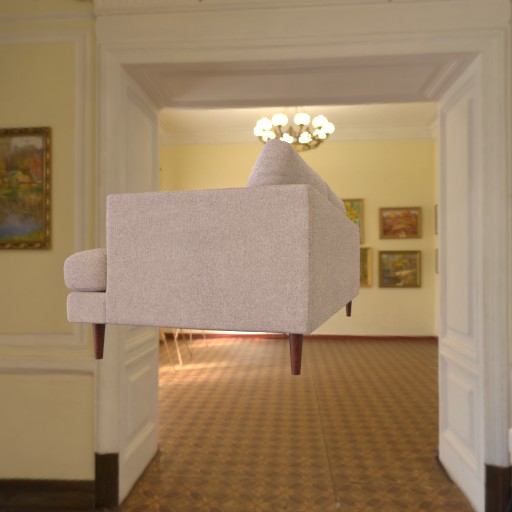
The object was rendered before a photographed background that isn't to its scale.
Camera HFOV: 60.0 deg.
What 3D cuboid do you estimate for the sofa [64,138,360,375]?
[{"bbox_3d":[0.000,0.000,2.554,1.020,0.868,1.948,0,-1,18],"label":"sofa"}]
